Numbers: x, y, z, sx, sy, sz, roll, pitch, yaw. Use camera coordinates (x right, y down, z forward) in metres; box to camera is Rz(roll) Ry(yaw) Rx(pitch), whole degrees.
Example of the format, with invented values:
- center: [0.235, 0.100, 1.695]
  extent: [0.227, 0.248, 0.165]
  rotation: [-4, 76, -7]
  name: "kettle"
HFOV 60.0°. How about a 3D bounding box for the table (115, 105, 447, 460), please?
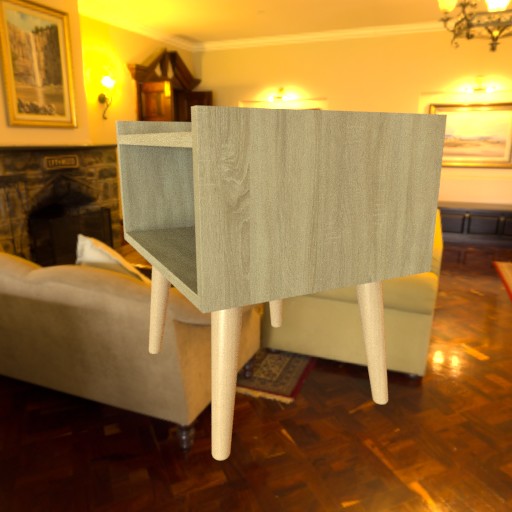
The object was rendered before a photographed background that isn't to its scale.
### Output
- center: [0.000, 0.000, 0.791]
  extent: [0.370, 0.470, 0.450]
  rotation: [-7, 16, -26]
  name: "table"
